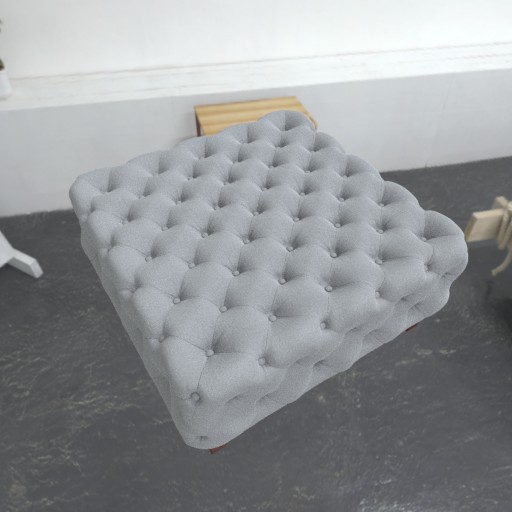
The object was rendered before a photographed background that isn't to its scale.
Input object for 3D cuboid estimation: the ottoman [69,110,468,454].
[{"bbox_3d":[0.000,0.000,1.183,0.758,0.365,0.764,-25,51,-22],"label":"ottoman"}]
